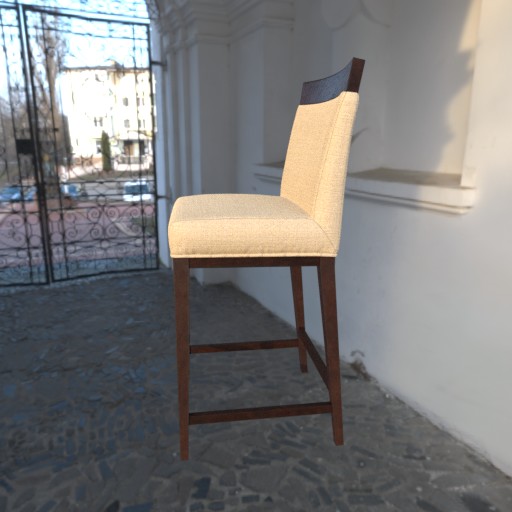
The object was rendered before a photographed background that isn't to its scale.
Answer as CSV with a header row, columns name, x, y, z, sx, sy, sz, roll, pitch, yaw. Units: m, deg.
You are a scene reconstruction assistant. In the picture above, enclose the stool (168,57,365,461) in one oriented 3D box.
name,x,y,z,sx,sy,sz,roll,pitch,yaw
stool,0.000,0.000,1.435,0.531,1.117,0.511,-2,15,-8
